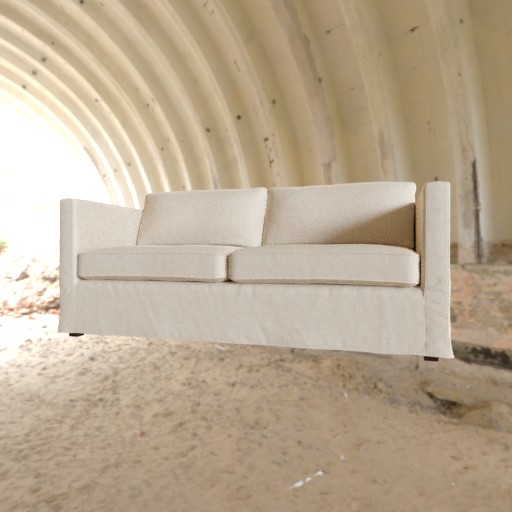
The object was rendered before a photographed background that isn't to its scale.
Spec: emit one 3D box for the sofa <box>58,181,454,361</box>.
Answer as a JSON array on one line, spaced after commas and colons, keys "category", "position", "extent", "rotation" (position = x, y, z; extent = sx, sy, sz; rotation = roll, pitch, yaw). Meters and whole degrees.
[{"category": "sofa", "position": [0.000, 0.000, 2.526], "extent": [1.987, 0.870, 0.940], "rotation": [0, 0, 17]}]
